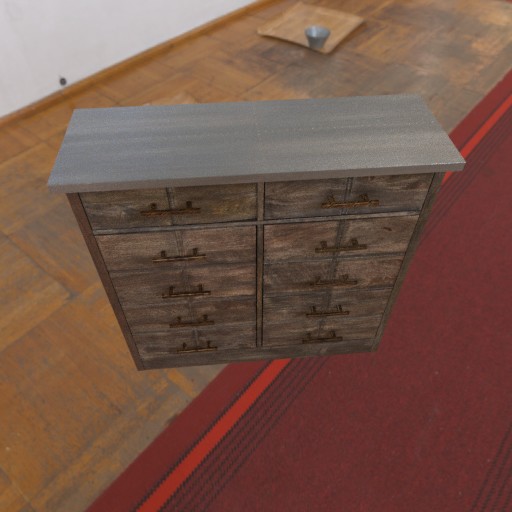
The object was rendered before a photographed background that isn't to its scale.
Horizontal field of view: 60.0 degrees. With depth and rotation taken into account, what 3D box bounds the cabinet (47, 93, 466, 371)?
[{"bbox_3d":[0.000,0.000,1.467,0.968,0.919,0.338,-4,48,-3],"label":"cabinet"}]
